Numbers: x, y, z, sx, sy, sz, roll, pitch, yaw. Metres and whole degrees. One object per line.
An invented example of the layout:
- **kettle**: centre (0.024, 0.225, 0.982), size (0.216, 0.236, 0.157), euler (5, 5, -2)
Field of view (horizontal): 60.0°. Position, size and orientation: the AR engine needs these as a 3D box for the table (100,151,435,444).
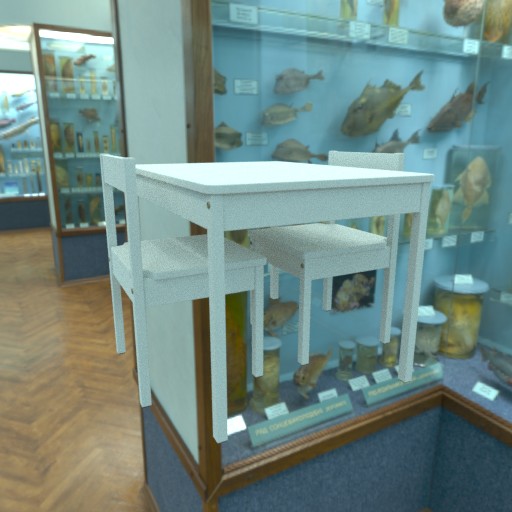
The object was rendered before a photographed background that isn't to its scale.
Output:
- **table**: centre (0.000, 0.000, 1.116), size (0.672, 0.503, 0.650), euler (-7, 16, -26)
